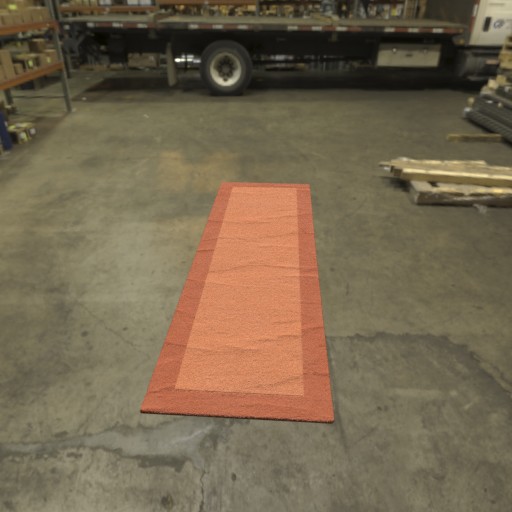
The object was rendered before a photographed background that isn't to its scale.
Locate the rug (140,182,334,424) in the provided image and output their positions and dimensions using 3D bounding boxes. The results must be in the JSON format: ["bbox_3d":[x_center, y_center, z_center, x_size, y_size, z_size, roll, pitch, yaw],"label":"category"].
[{"bbox_3d":[0.000,0.000,2.746,0.914,0.013,2.471,0,31,0],"label":"rug"}]
